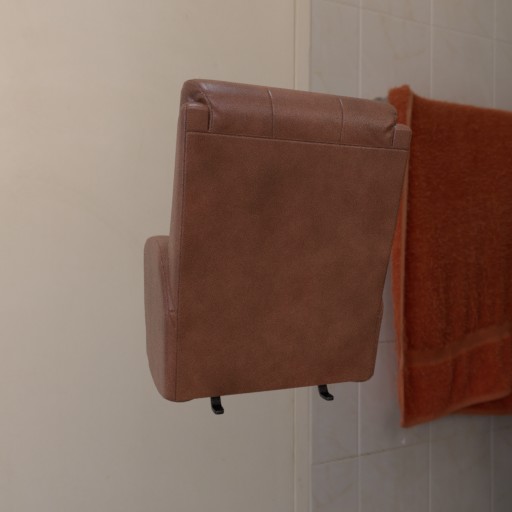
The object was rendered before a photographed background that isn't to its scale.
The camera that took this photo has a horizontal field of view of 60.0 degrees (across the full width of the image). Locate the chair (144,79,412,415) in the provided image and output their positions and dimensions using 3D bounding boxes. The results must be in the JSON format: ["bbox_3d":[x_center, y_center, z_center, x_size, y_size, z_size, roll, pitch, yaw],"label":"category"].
[{"bbox_3d":[0.000,0.000,1.705,0.787,1.016,0.939,0,1,-19],"label":"chair"}]
